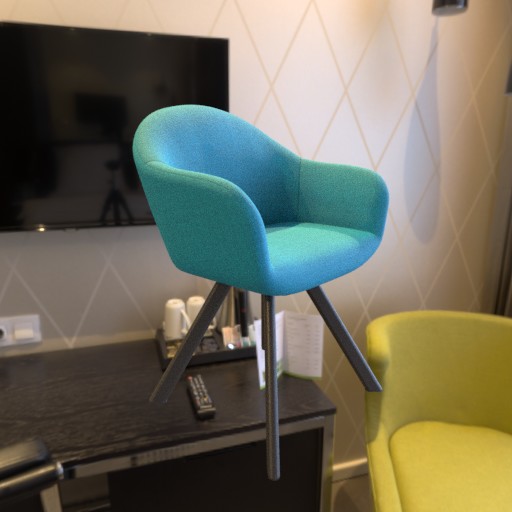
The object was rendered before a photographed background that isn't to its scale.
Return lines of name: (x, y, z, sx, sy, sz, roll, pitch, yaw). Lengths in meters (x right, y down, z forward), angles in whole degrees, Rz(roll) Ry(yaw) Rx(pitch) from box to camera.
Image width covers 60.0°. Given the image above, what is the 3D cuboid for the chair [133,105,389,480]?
chair: (0.000, 0.000, 1.189, 0.550, 0.795, 0.590, 12, 18, 41)
